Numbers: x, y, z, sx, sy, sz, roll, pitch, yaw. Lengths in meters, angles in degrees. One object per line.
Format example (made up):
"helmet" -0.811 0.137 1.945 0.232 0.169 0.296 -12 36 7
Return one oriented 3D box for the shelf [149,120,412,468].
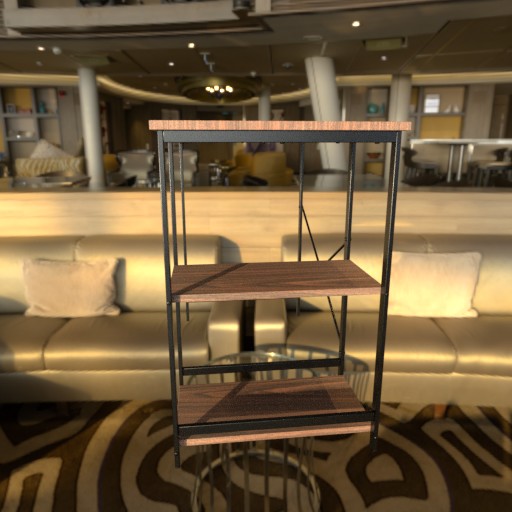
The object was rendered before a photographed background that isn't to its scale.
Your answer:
"shelf" 0.000 0.000 1.354 0.498 0.750 0.902 -2 14 -7
